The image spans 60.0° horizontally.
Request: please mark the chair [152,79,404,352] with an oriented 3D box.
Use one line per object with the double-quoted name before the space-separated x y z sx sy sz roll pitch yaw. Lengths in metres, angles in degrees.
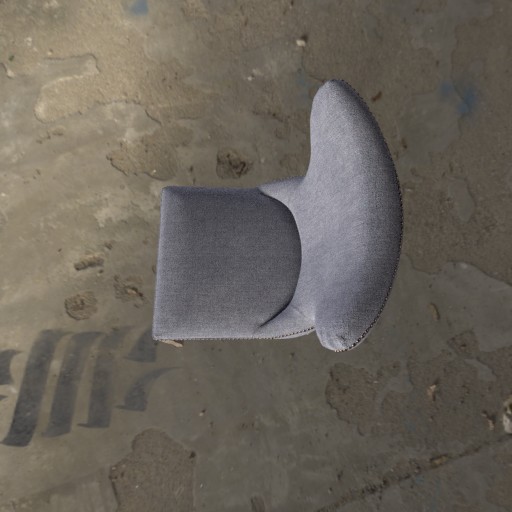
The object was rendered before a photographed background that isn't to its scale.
"chair" 0.000 0.000 1.457 0.681 1.002 0.654 0 75 0
